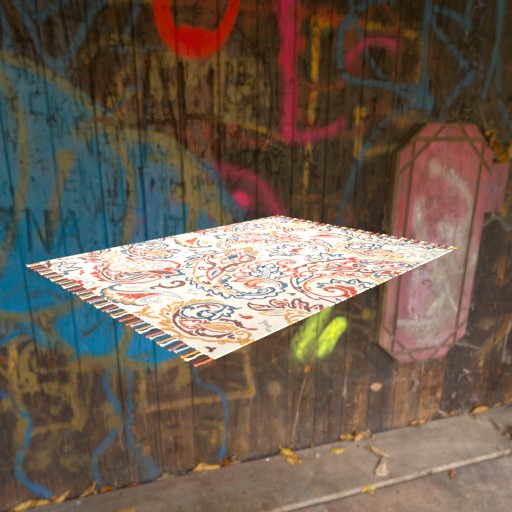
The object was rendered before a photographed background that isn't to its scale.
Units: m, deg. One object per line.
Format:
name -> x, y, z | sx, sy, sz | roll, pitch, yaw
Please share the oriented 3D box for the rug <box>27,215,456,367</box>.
rug -> 0.000, 0.000, 4.171 | 3.274, 0.015, 2.439 | -15, 22, -43
